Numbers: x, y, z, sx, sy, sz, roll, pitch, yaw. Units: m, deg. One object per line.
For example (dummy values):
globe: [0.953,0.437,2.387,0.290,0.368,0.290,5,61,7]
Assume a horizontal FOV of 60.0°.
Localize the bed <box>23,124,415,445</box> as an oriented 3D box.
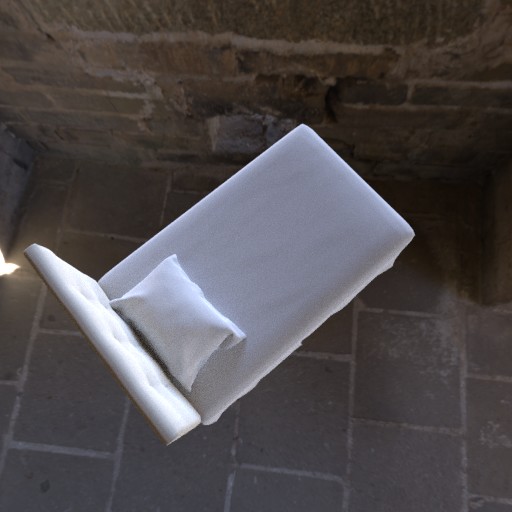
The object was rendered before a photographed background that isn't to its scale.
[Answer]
bed: [0.000,0.000,2.906,1.997,1.571,1.261,-39,77,-11]
